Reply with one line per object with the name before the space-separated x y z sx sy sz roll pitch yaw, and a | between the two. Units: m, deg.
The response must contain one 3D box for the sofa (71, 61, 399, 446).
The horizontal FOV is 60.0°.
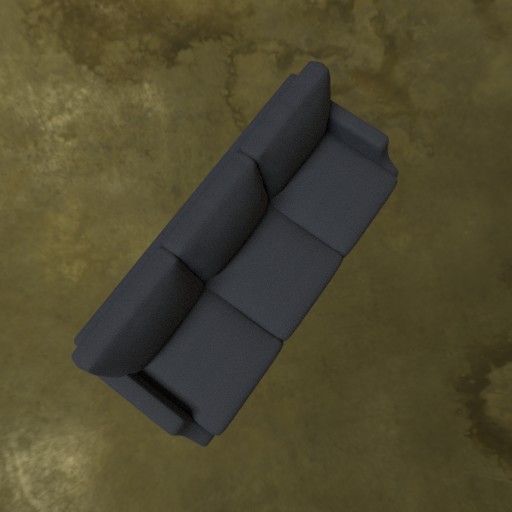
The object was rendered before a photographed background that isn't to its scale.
sofa | 0.000 0.000 2.643 0.888 0.984 2.115 35 79 8
